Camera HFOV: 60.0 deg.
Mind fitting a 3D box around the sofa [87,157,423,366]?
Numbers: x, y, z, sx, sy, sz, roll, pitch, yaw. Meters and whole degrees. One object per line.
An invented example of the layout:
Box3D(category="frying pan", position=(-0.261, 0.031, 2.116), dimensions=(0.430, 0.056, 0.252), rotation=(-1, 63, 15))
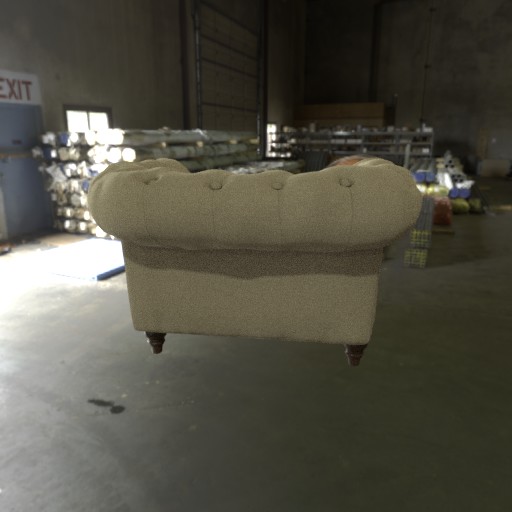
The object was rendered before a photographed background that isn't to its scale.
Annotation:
Box3D(category="sofa", position=(0.000, 0.000, 2.076), dimensions=(1.405, 0.878, 1.034), rotation=(2, 16, 7))
